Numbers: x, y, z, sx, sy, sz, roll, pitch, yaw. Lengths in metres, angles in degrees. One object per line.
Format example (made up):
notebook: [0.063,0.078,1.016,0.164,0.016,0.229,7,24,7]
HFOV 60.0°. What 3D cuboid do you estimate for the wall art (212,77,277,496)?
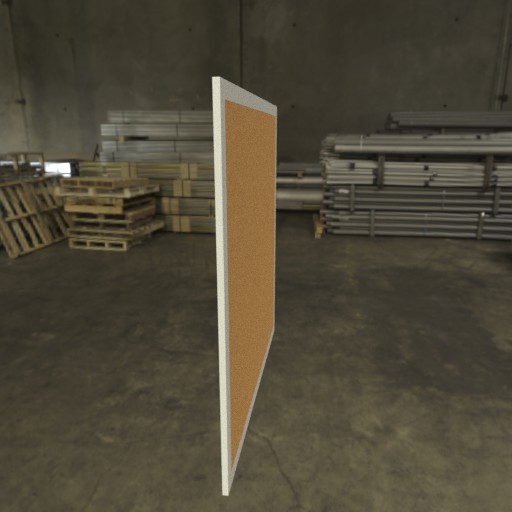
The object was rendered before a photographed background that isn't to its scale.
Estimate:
wall art: [0.000,0.000,1.200,0.013,0.813,0.812,2,16,9]
